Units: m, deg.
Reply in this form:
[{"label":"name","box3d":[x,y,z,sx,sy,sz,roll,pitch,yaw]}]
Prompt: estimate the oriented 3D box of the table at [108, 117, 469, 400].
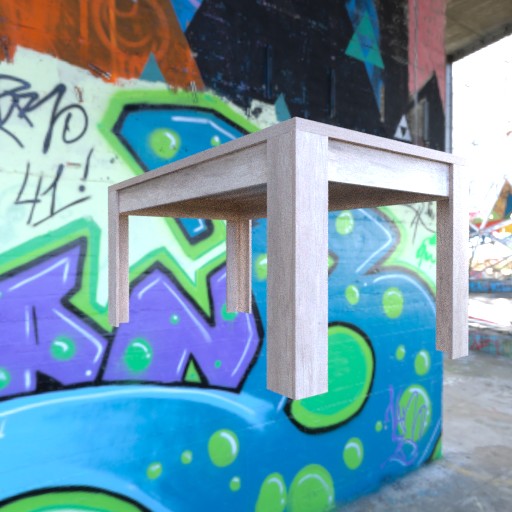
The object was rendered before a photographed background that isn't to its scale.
[{"label":"table","box3d":[0.000,0.000,2.121,0.900,0.775,1.600,0,1,-36]}]
